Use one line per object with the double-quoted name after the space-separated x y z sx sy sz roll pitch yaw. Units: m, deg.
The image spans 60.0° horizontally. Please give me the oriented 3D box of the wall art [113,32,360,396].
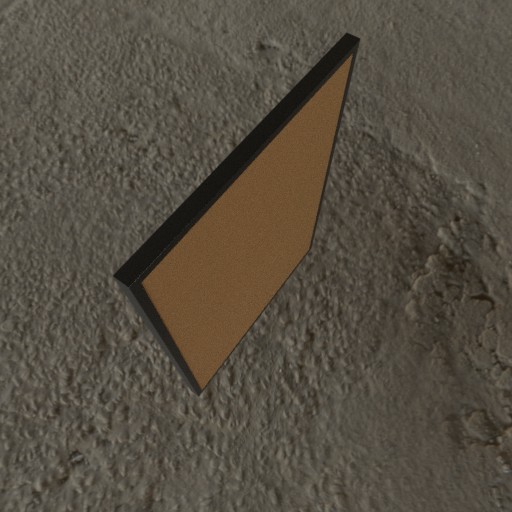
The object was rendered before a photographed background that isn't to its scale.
0.000 0.000 1.392 0.039 1.061 0.804 33 67 16 "wall art"
